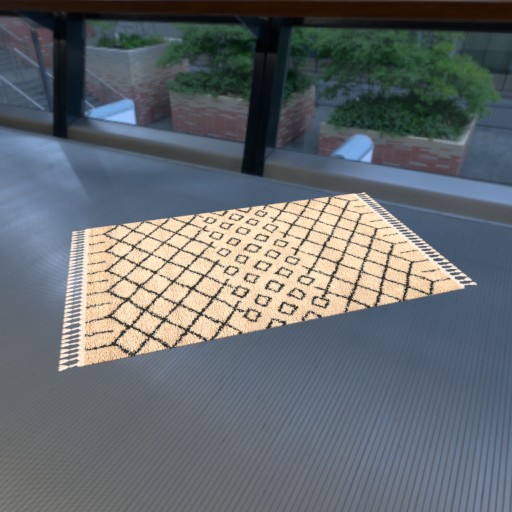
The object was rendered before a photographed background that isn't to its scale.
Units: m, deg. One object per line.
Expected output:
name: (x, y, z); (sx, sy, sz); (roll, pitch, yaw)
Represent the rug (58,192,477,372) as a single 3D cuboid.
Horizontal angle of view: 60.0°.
rug: (0.000, 0.000, 2.493); (2.006, 0.008, 1.196); (-9, 33, -14)
